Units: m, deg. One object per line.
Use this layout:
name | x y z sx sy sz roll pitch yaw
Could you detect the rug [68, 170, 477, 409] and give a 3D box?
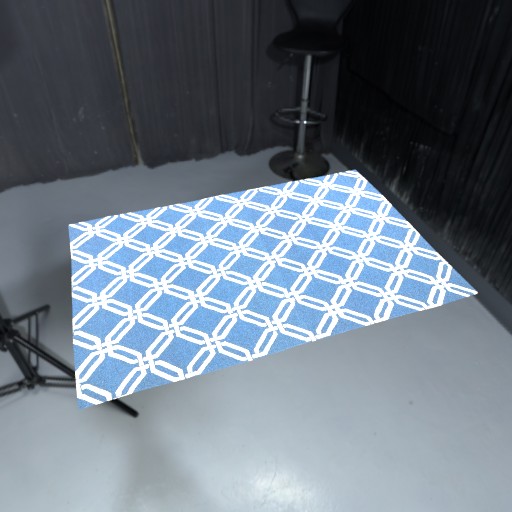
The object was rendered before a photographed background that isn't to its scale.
rug | 0.000 0.000 2.200 1.755 0.010 1.153 -13 43 -14
